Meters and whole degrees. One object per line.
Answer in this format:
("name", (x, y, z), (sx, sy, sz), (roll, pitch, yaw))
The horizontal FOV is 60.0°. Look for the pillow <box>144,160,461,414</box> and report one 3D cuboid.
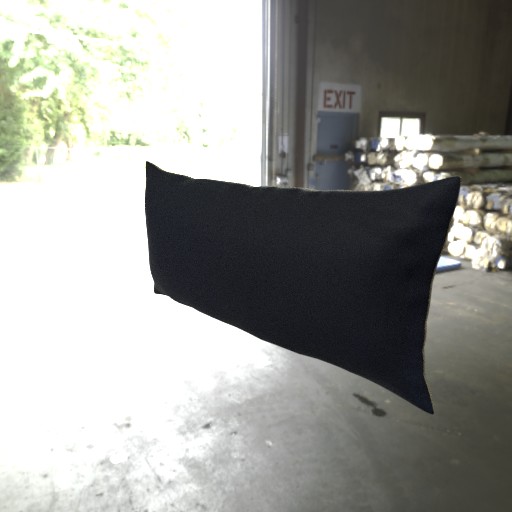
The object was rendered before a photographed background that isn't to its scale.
("pillow", (0.000, 0.000, 0.709), (0.610, 0.287, 0.151), (14, 20, 43))
